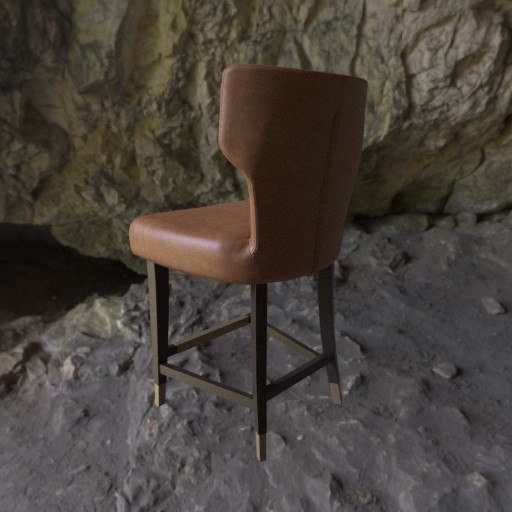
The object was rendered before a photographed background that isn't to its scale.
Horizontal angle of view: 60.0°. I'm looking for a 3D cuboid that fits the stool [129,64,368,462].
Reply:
[{"bbox_3d":[0.000,0.000,1.312,0.563,0.982,0.526,15,22,42],"label":"stool"}]
